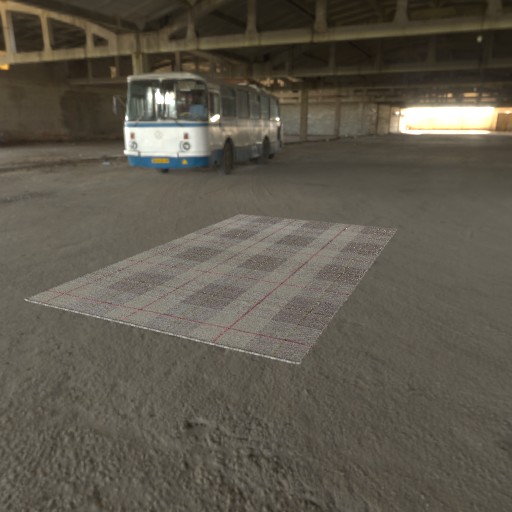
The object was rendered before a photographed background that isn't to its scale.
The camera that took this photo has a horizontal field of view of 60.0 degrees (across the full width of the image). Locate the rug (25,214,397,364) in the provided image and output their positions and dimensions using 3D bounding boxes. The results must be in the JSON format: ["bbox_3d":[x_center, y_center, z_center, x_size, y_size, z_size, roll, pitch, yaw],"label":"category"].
[{"bbox_3d":[0.000,0.000,3.075,1.549,0.010,2.464,8,19,24],"label":"rug"}]
